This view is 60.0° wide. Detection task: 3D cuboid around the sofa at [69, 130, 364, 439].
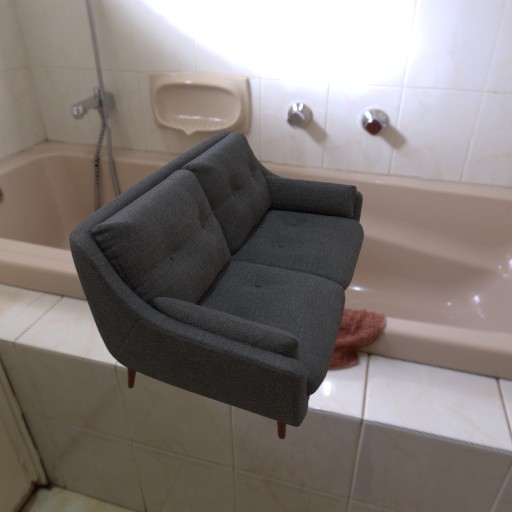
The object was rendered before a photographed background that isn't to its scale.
[{"bbox_3d":[0.000,0.000,2.267,0.976,0.887,1.646,10,32,16],"label":"sofa"}]
